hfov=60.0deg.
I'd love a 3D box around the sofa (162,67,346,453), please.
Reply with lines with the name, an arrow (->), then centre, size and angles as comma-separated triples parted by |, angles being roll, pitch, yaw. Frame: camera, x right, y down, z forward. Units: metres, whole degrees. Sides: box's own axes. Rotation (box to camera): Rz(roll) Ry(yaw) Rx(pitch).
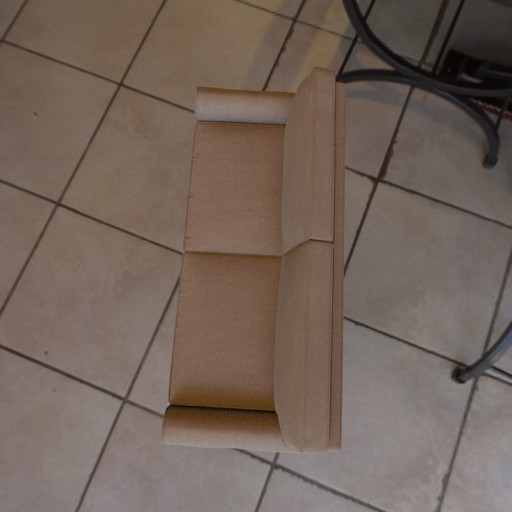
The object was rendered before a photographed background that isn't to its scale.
sofa -> 0.000, 0.000, 2.766 | 0.991, 0.943, 2.248 | 3, 77, 1
